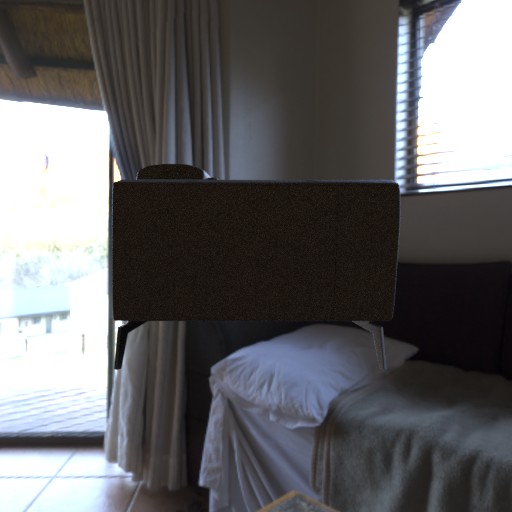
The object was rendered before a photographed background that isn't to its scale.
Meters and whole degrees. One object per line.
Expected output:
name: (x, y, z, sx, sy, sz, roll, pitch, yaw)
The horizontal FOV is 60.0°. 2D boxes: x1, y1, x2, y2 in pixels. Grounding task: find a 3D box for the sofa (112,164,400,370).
sofa: (0.000, 0.000, 2.422, 1.003, 0.779, 1.895, 0, 0, 0)
